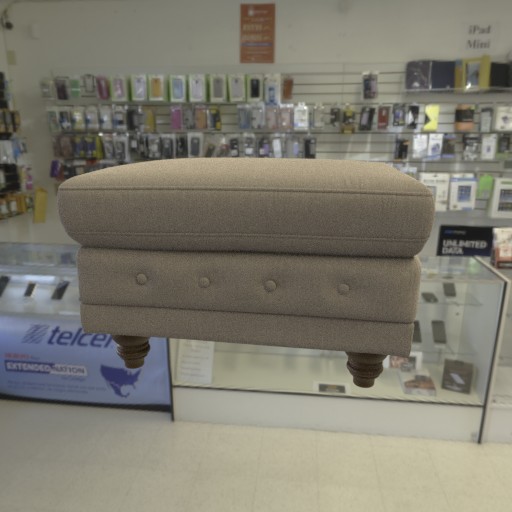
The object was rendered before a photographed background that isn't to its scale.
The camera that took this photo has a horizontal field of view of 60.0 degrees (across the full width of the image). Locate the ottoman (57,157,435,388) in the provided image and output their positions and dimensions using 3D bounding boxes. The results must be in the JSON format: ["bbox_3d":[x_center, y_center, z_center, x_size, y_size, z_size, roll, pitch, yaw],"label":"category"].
[{"bbox_3d":[0.000,0.000,1.172,0.771,0.500,0.569,2,16,8],"label":"ottoman"}]
